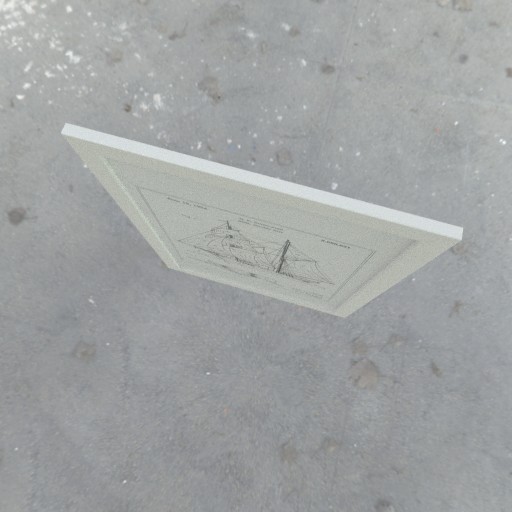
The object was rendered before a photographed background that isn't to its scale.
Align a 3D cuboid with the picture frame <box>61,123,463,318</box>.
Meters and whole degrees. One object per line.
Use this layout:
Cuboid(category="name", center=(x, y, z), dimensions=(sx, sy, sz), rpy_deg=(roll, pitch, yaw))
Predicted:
Cuboid(category="picture frame", center=(0.000, 0.000, 0.662), dimensions=(0.381, 0.534, 0.012), rpy_deg=(16, 75, 4))
